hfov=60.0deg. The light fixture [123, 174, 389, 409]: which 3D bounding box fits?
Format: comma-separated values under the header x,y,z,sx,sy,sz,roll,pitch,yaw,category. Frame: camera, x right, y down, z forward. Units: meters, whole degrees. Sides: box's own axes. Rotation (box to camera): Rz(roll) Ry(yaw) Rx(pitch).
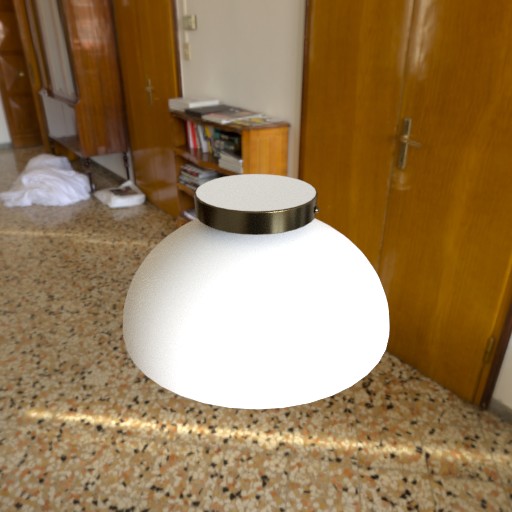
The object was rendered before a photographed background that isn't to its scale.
x,y,z,sx,sy,sz,roll,pitch,yaw,category
0.000,0.000,0.575,0.355,0.177,0.355,0,26,0,light fixture
